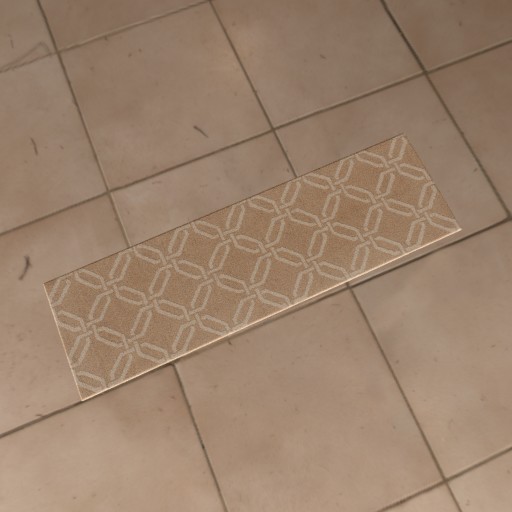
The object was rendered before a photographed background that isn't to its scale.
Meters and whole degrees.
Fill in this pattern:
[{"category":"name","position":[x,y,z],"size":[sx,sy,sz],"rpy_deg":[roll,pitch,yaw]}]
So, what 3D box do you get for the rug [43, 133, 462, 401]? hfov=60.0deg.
[{"category":"rug","position":[0.000,0.000,2.488],"size":[2.276,0.014,0.678],"rpy_deg":[-23,76,-6]}]
